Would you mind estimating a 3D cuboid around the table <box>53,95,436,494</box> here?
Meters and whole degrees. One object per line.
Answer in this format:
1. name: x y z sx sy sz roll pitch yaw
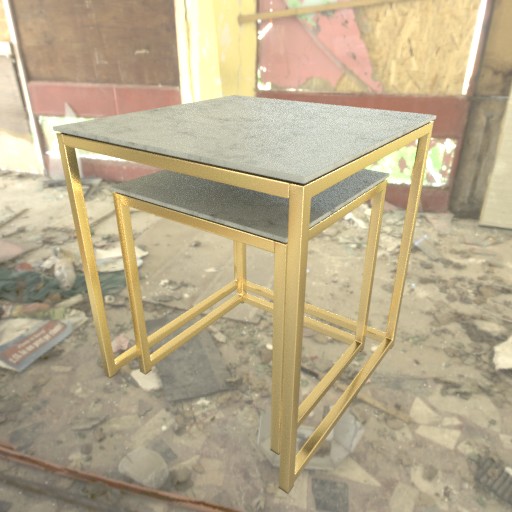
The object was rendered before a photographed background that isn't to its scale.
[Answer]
1. table: 0.000 0.000 0.841 0.450 0.500 0.450 18 32 32
